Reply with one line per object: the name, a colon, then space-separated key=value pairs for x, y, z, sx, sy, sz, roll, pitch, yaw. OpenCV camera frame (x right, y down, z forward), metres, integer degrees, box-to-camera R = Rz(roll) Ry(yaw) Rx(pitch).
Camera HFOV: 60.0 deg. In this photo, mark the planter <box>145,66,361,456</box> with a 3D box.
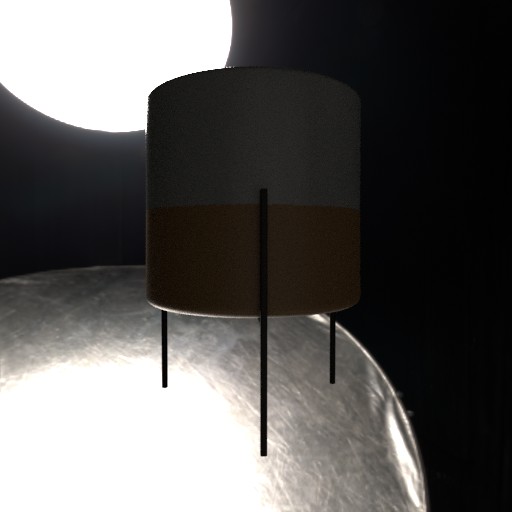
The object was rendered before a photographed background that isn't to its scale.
planter: x=0.000 y=0.000 z=0.641 sx=0.310 sy=0.432 sz=0.310 roll=-1 pitch=2 yaw=-19
